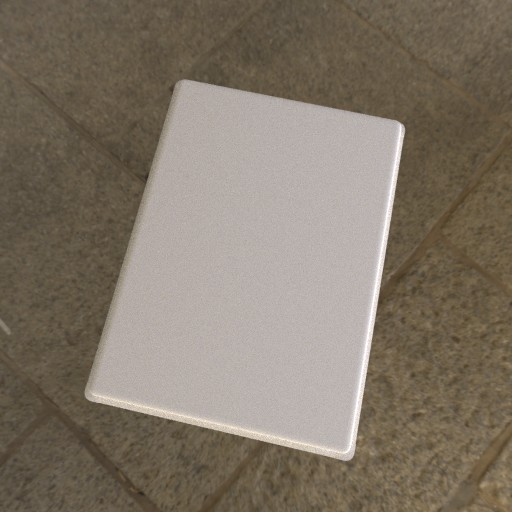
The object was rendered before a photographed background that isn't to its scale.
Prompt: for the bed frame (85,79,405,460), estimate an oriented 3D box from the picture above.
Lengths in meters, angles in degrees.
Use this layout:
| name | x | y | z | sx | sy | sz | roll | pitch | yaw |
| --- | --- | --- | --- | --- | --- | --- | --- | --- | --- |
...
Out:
| name | x | y | z | sx | sy | sz | roll | pitch | yaw |
| --- | --- | --- | --- | --- | --- | --- | --- | --- | --- |
| bed frame | 0.000 | 0.000 | 2.552 | 1.400 | 0.406 | 1.900 | 12 | 77 | 3 |
